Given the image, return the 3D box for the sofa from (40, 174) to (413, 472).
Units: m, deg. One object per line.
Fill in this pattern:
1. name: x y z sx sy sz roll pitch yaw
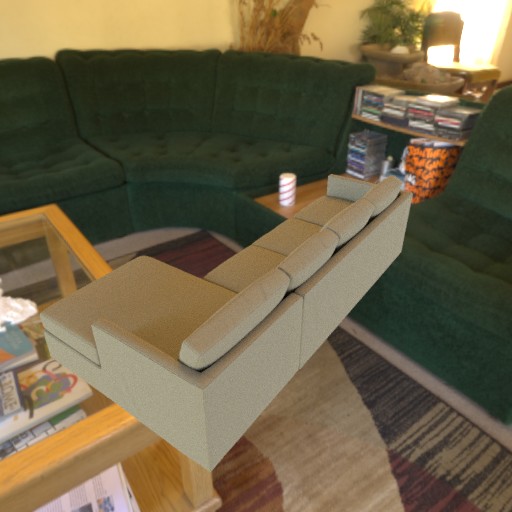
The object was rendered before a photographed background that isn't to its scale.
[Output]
1. sofa: 0.000 0.000 3.880 1.622 0.867 3.177 20 37 30
